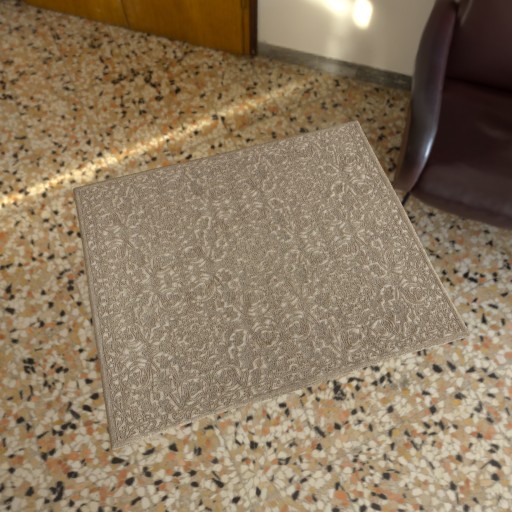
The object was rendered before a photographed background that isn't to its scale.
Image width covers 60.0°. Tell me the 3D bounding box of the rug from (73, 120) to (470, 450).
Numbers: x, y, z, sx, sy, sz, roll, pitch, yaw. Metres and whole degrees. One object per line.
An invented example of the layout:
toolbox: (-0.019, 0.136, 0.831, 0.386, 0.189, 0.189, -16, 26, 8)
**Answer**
rug: (0.000, 0.000, 4.030, 3.017, 0.035, 2.472, -15, 65, -7)
